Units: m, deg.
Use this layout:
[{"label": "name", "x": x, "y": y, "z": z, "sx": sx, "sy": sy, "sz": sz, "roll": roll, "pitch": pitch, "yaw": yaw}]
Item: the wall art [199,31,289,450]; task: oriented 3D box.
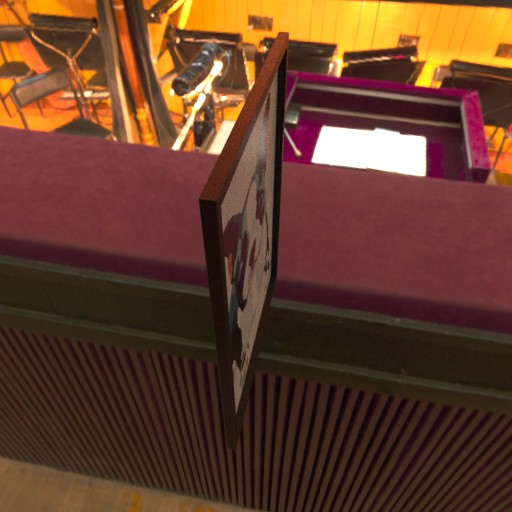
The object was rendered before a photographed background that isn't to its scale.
[{"label": "wall art", "x": 0.000, "y": 0.000, "z": 1.347, "sx": 0.030, "sy": 1.027, "sz": 0.774, "roll": 8, "pitch": 46, "yaw": 8}]
